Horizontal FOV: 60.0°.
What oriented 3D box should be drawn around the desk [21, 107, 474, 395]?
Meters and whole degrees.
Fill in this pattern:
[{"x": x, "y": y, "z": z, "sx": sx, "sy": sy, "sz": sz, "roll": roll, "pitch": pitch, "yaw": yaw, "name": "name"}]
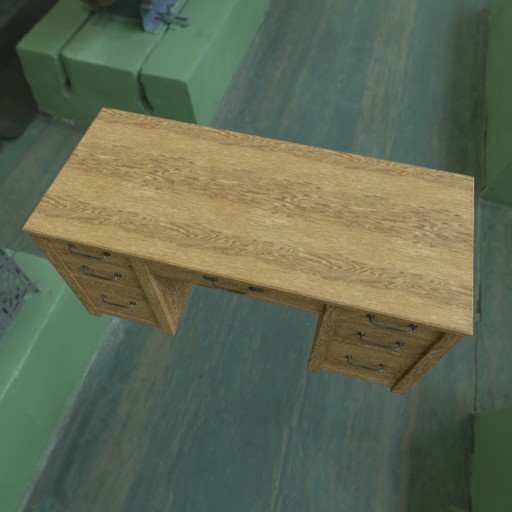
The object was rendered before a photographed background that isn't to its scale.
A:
[{"x": 0.000, "y": 0.000, "z": 1.966, "sx": 1.567, "sy": 0.751, "sz": 0.685, "roll": 13, "pitch": 59, "yaw": 8, "name": "desk"}]
